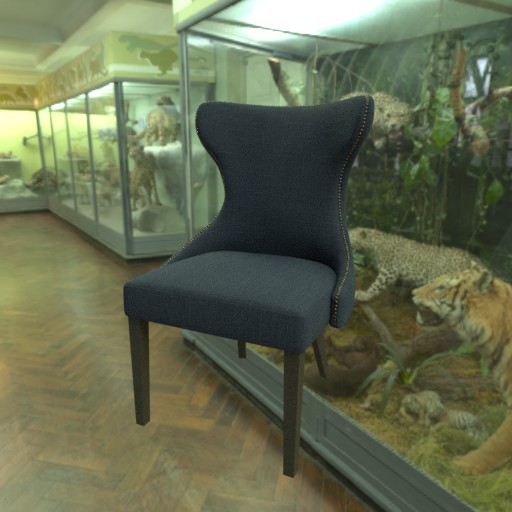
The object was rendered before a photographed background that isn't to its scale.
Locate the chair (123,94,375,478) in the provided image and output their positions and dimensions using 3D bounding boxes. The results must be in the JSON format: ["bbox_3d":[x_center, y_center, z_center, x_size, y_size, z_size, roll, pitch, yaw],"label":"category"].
[{"bbox_3d":[0.000,0.000,1.382,0.628,0.967,0.635,7,16,25],"label":"chair"}]
